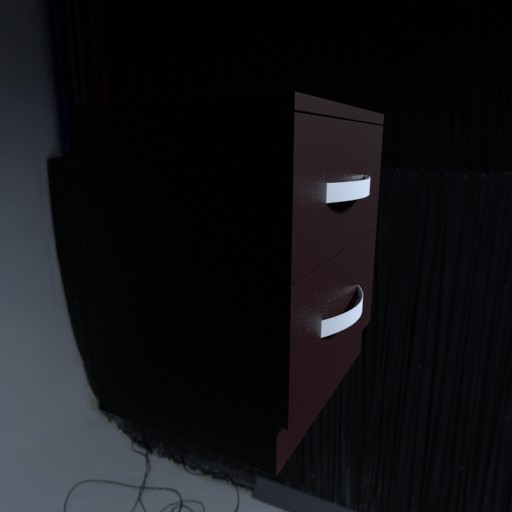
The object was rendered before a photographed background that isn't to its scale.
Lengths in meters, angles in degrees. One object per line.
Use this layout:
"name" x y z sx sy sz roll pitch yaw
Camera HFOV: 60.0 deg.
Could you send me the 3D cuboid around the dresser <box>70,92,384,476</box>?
"dresser" 0.000 0.000 0.750 0.360 0.470 0.400 7 16 27
